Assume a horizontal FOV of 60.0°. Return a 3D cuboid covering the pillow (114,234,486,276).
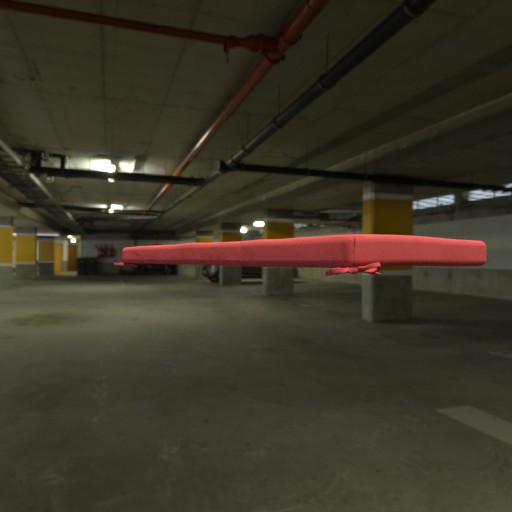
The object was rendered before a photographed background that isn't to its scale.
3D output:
[{"bbox_3d":[0.000,0.000,1.334,0.492,0.081,1.187,0,0,-36],"label":"pillow"}]
